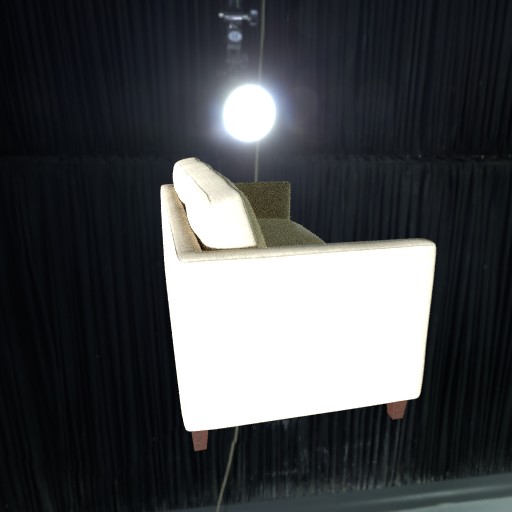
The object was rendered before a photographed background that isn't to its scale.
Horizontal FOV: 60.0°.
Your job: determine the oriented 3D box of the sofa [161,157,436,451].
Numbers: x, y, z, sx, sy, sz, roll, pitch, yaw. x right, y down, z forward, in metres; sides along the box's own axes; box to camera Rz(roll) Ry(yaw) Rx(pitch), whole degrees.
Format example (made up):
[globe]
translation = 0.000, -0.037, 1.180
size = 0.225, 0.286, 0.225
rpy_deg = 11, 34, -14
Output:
[sofa]
translation = 0.000, 0.000, 2.405
size = 0.950, 0.963, 1.884
rpy_deg = -4, 17, -13
